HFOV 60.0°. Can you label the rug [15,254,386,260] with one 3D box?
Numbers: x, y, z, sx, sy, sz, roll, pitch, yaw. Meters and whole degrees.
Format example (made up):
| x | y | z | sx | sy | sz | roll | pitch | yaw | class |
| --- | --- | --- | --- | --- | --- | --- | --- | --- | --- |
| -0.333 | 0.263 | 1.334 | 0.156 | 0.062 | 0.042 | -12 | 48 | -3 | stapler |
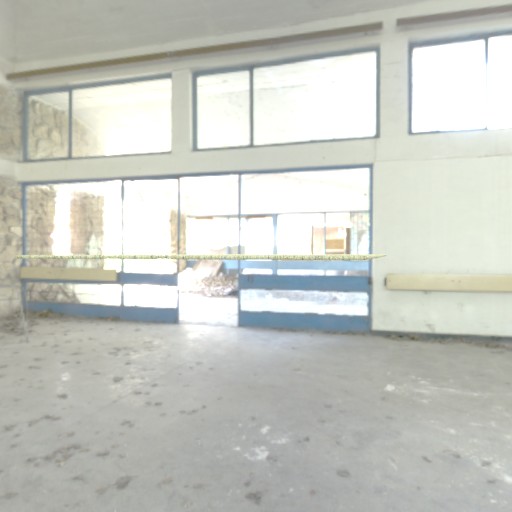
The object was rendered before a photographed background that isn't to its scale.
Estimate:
| x | y | z | sx | sy | sz | roll | pitch | yaw | class |
| --- | --- | --- | --- | --- | --- | --- | --- | --- | --- |
| 0.000 | 0.000 | 2.281 | 1.243 | 0.014 | 1.846 | 0 | 0 | 18 | rug |
